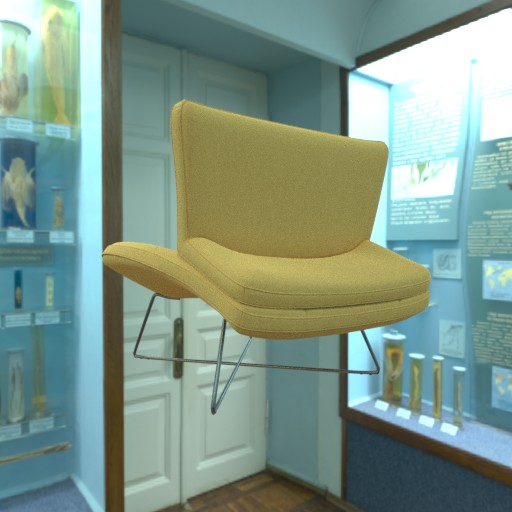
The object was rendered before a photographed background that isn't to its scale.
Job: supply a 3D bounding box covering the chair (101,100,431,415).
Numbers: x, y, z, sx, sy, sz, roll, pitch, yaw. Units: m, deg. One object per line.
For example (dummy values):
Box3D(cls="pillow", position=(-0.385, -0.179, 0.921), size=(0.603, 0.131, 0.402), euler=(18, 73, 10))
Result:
Box3D(cls="chair", position=(0.000, 0.000, 1.622), size=(0.859, 0.855, 1.008), euler=(-1, 1, -35))
